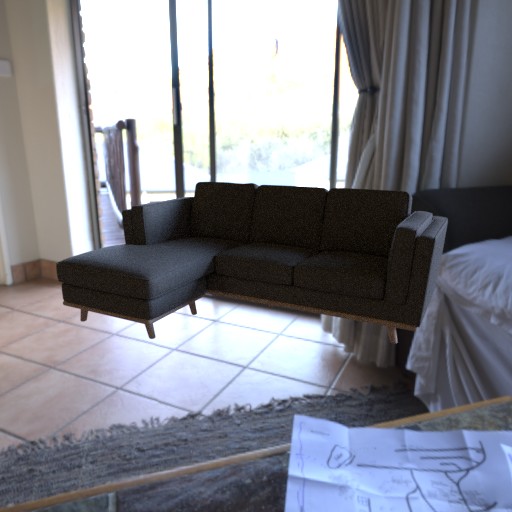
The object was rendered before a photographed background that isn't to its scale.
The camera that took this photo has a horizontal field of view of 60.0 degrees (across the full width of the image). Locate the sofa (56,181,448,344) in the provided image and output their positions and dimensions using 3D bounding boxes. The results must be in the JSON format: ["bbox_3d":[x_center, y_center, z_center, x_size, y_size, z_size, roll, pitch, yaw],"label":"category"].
[{"bbox_3d":[0.000,0.000,3.214,2.411,0.929,1.604,7,16,27],"label":"sofa"}]
